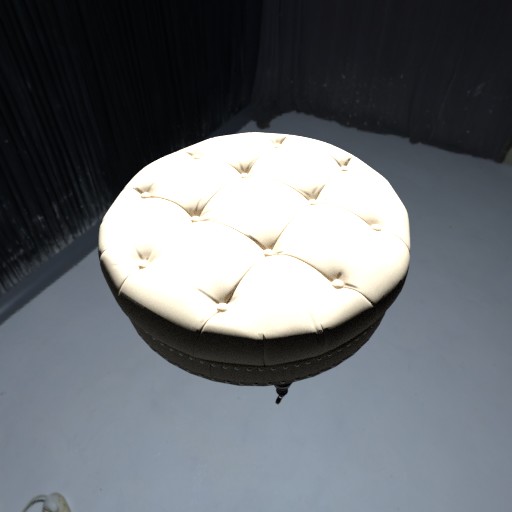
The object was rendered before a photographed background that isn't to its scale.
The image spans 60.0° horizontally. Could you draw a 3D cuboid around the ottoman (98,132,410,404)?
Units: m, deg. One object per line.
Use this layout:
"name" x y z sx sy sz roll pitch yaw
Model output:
"ottoman" 0.000 0.000 1.396 0.901 0.439 0.901 0 46 0
